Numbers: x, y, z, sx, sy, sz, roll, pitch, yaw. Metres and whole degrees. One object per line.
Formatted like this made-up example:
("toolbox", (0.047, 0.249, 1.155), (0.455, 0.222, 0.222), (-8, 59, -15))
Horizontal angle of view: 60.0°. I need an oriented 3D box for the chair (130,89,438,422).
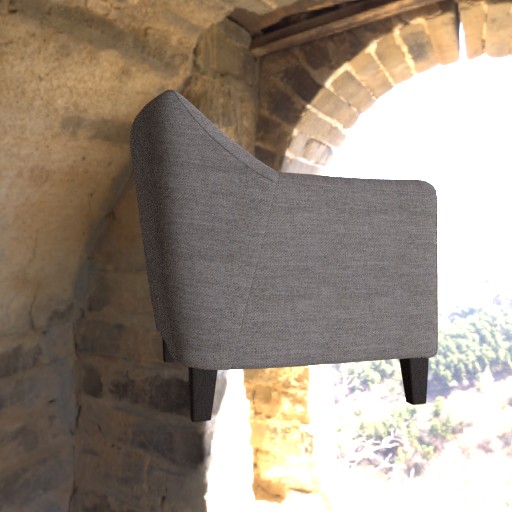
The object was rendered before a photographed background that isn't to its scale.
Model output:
("chair", (0.000, 0.000, 1.389), (0.758, 0.761, 0.796), (0, 0, -18))
